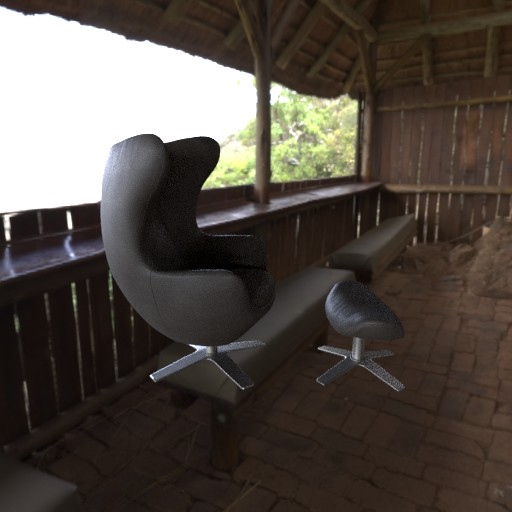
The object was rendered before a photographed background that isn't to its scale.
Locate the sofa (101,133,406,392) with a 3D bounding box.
[{"bbox_3d":[0.000,0.000,2.149,1.444,1.135,0.894,2,15,9],"label":"sofa"}]
